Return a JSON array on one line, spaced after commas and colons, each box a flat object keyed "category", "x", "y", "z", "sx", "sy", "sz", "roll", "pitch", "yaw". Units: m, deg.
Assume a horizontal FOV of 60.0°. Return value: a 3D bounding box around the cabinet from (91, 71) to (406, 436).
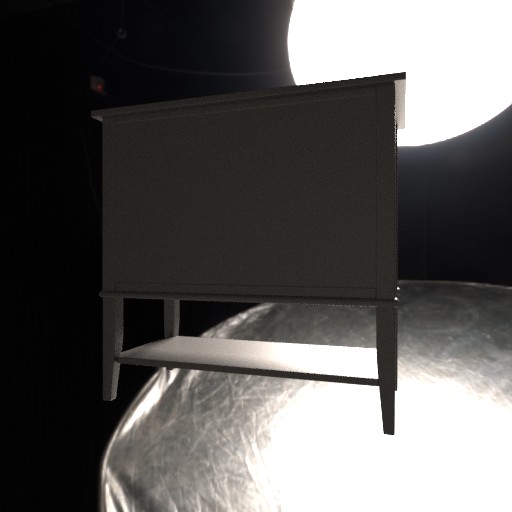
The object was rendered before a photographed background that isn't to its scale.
[{"category": "cabinet", "x": 0.000, "y": 0.000, "z": 1.248, "sx": 0.801, "sy": 0.780, "sz": 0.396, "roll": 0, "pitch": 0, "yaw": 19}]
